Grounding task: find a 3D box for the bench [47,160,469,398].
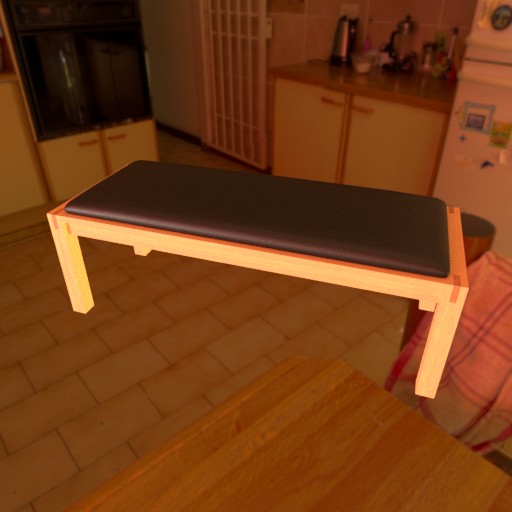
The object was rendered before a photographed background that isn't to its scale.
[{"bbox_3d":[0.000,0.000,1.463,1.202,0.430,0.450,10,33,16],"label":"bench"}]
